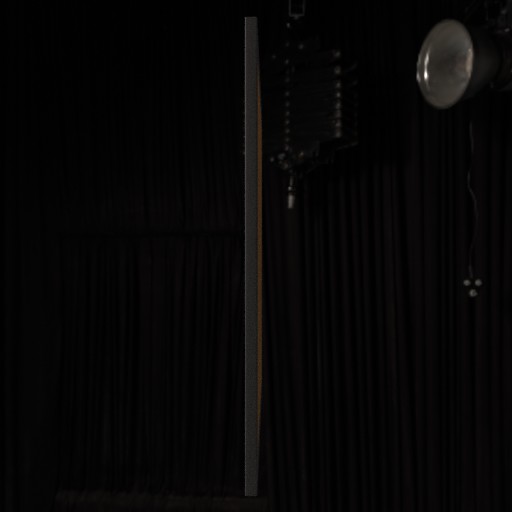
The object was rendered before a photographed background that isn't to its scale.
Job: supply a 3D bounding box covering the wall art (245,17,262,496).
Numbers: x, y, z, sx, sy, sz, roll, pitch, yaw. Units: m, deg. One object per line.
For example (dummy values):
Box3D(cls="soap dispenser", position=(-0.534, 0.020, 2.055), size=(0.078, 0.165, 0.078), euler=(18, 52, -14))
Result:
Box3D(cls="wall art", position=(0.000, 0.000, 0.683), size=(0.013, 0.534, 0.380), euler=(0, 1, 2))
